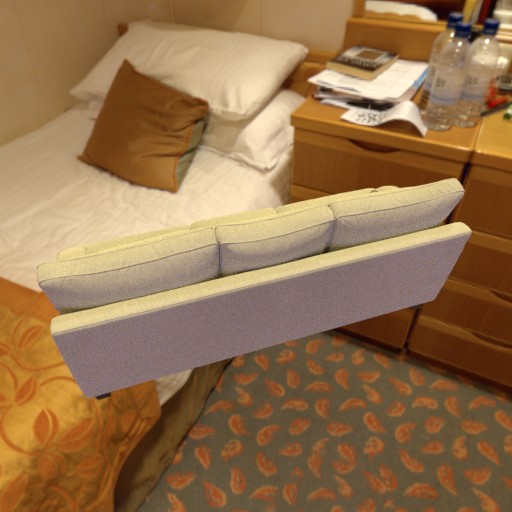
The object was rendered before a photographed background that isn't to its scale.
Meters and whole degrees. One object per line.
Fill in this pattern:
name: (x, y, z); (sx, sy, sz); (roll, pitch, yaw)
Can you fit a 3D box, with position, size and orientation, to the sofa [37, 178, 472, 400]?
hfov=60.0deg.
sofa: (0.000, 0.000, 2.786); (2.323, 0.991, 1.016); (-13, 42, -15)
